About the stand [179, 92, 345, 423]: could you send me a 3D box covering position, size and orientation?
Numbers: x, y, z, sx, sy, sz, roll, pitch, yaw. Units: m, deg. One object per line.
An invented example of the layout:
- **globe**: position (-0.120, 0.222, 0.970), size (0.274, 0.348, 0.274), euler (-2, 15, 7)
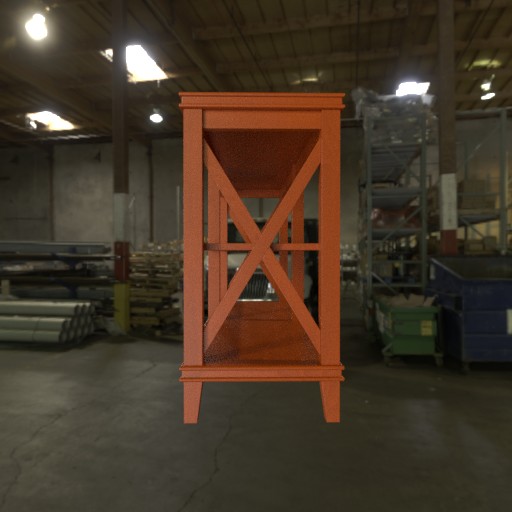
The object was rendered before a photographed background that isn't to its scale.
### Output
- **stand**: position (0.000, 0.000, 1.701), size (0.381, 0.762, 1.372), euler (0, 1, -1)
